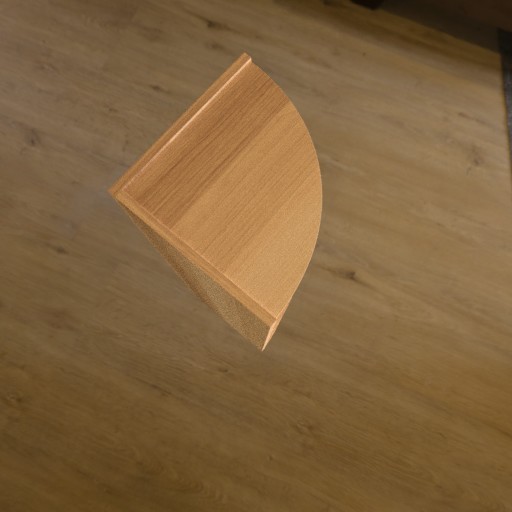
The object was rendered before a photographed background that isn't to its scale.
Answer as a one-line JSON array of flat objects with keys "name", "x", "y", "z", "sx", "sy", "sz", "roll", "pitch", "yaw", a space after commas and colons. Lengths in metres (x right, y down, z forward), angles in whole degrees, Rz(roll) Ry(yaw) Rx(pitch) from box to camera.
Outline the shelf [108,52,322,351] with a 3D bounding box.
[{"name": "shelf", "x": 0.000, "y": 0.000, "z": 1.036, "sx": 0.290, "sy": 0.872, "sz": 0.290, "roll": 39, "pitch": 79, "yaw": 9}]
